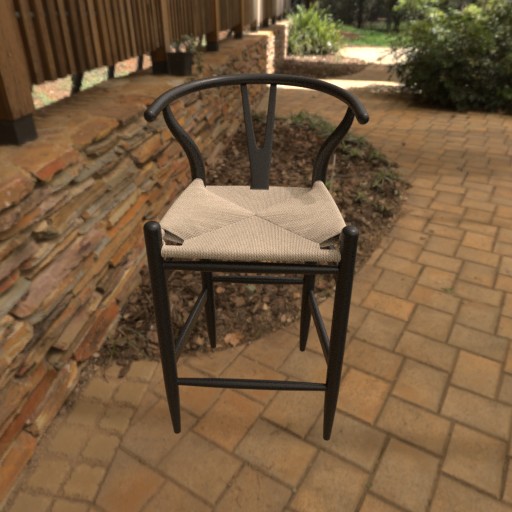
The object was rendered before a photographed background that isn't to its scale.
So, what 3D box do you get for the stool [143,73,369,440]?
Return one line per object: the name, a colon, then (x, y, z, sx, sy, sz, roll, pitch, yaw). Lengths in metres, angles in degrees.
stool: (0.000, 0.000, 1.365, 0.569, 0.970, 0.579, 2, 31, 3)
